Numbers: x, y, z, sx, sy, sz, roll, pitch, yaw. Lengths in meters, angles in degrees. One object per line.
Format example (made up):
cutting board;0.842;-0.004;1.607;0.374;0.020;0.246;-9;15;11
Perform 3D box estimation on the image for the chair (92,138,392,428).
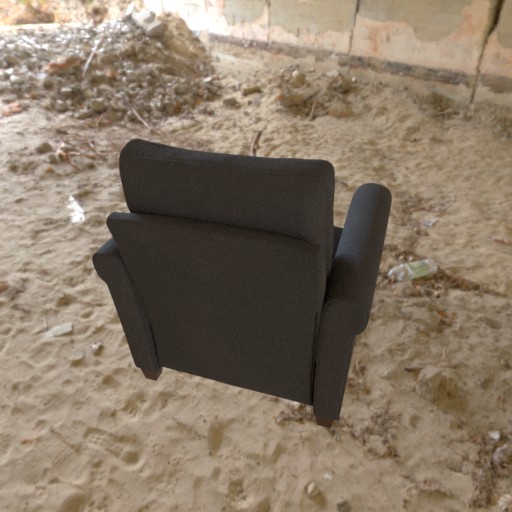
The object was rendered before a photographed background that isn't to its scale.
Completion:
chair;0.000;0.000;1.603;0.867;0.942;0.828;10;33;16
